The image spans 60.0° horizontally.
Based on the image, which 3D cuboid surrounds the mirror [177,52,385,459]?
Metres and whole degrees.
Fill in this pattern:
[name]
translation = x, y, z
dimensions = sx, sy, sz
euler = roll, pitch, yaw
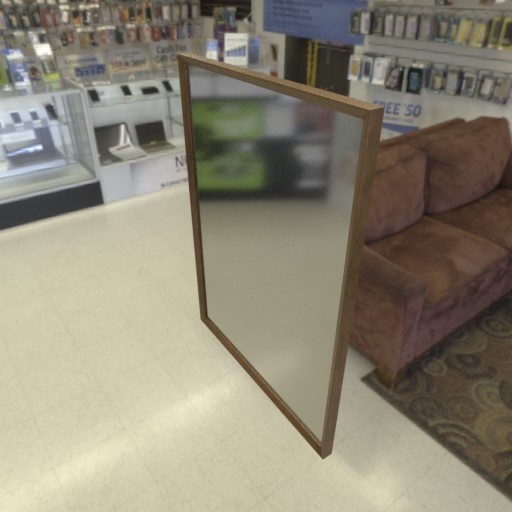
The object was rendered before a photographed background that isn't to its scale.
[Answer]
[mirror]
translation = 0.000, 0.000, 1.313
dimensions = 0.041, 1.016, 0.762
euler = -20, 38, -28
